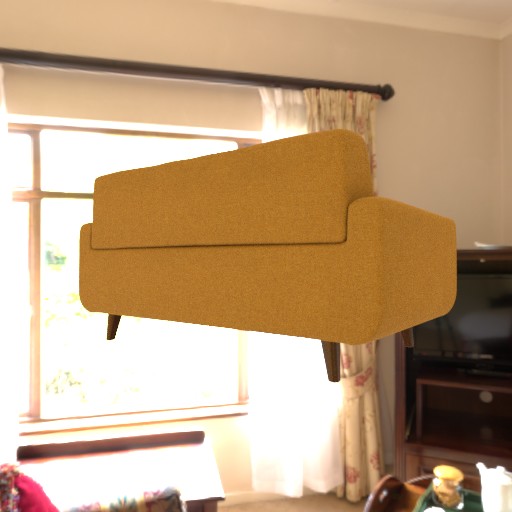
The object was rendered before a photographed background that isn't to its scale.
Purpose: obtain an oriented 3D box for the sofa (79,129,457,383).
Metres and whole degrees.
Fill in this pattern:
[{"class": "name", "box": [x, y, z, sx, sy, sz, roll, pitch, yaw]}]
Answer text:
[{"class": "sofa", "box": [0.000, 0.000, 2.153, 1.631, 0.841, 0.909, 0, -1, 37]}]
